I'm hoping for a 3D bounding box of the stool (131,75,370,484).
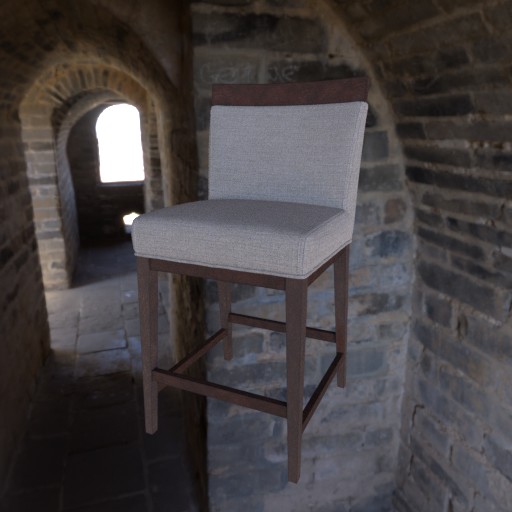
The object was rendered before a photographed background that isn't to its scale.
[{"bbox_3d":[0.000,0.000,1.306,0.512,1.009,0.531,7,17,24],"label":"stool"}]
